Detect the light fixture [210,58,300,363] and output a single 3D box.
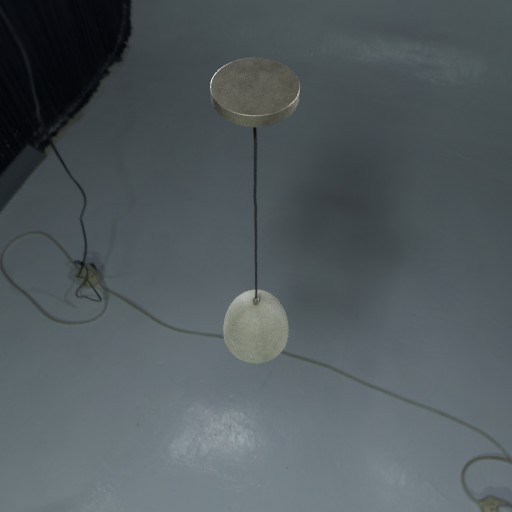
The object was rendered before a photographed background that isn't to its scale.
[{"bbox_3d":[0.000,0.000,0.841,0.170,0.759,0.170,15,60,9],"label":"light fixture"}]
